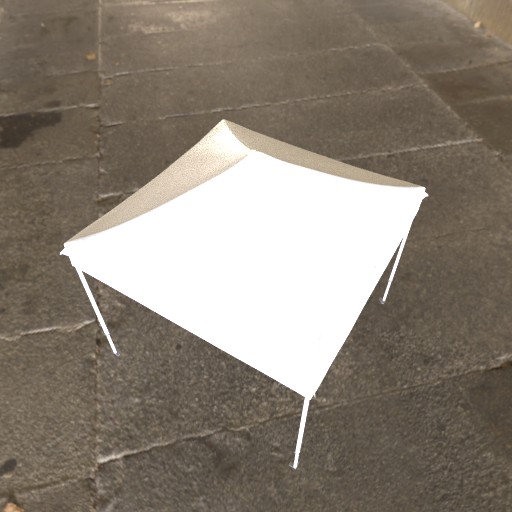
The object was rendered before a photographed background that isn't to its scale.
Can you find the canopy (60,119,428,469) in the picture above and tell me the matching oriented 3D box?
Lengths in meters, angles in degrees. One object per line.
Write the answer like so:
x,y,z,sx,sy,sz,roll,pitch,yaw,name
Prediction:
0.000,0.000,5.399,2.996,2.998,2.994,25,52,21,canopy
